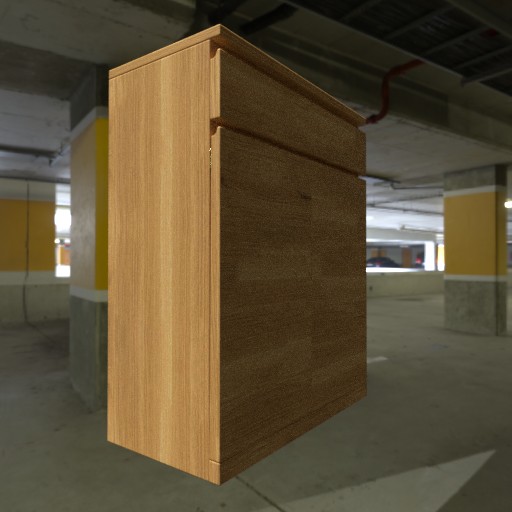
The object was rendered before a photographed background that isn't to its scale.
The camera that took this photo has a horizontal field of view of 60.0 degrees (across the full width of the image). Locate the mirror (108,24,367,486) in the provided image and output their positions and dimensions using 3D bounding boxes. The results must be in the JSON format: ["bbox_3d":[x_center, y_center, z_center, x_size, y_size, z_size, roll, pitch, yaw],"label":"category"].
[{"bbox_3d":[0.000,0.000,1.397,0.400,1.000,0.800,-1,-1,37],"label":"mirror"}]
